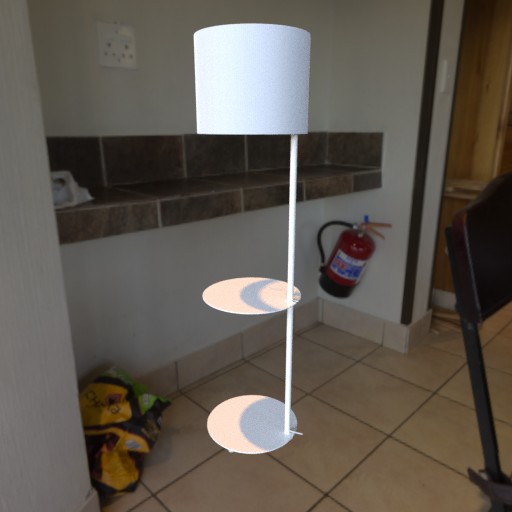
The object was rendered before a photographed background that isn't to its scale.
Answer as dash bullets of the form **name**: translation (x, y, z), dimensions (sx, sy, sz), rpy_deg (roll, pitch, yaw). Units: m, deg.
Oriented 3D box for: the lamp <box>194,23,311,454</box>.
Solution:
- **lamp**: translation (0.000, 0.000, 1.622), dimensions (0.405, 1.465, 0.372), rpy_deg (8, 18, 25)
